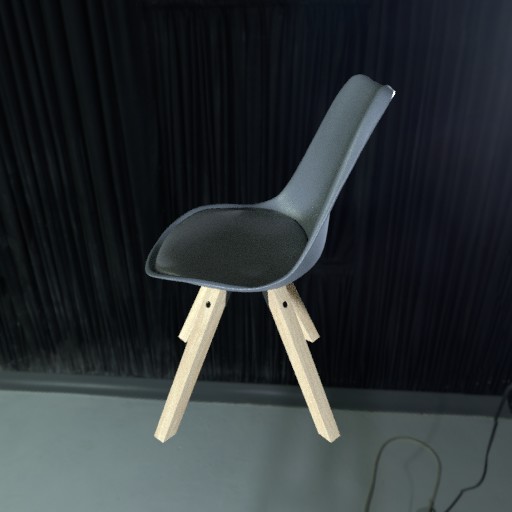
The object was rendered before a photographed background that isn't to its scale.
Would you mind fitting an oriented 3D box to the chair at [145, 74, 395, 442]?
[{"bbox_3d":[0.000,0.000,1.142,0.550,0.850,0.485,0,27,0],"label":"chair"}]
